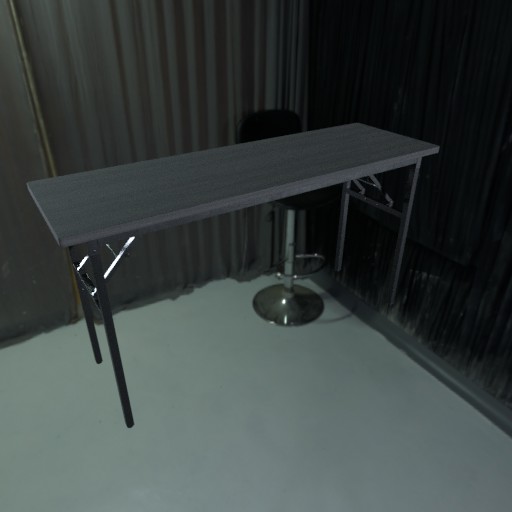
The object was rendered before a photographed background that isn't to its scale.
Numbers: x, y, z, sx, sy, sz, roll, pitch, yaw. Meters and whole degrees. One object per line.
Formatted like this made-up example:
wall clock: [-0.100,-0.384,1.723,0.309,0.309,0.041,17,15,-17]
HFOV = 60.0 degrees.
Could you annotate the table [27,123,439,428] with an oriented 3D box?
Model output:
table: [0.000,0.000,1.722,1.399,0.750,0.449,-18,35,-28]
